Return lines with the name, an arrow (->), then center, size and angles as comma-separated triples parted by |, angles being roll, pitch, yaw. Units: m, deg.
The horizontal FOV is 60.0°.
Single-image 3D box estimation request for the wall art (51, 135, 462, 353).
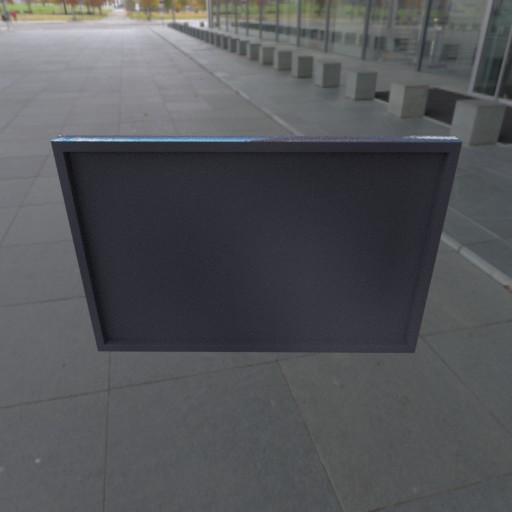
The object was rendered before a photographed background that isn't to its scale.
wall art -> 0.000, 0.000, 0.767 | 0.609, 0.406, 0.033 | 0, 29, 0
